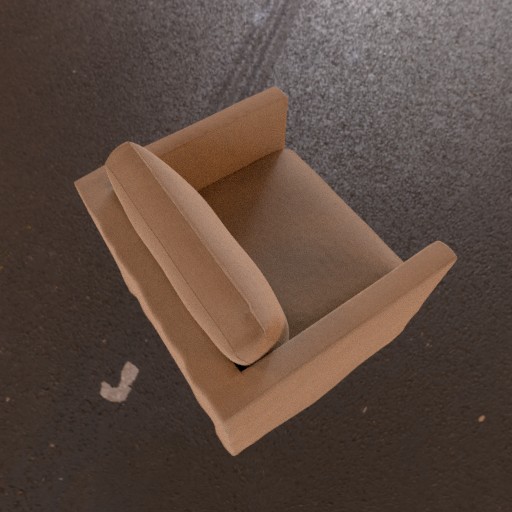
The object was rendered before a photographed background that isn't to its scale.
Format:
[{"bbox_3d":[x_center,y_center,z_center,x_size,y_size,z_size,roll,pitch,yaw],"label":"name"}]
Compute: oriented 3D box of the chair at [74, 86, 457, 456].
[{"bbox_3d":[0.000,0.000,1.754,0.949,0.867,1.057,-31,64,-17],"label":"chair"}]
